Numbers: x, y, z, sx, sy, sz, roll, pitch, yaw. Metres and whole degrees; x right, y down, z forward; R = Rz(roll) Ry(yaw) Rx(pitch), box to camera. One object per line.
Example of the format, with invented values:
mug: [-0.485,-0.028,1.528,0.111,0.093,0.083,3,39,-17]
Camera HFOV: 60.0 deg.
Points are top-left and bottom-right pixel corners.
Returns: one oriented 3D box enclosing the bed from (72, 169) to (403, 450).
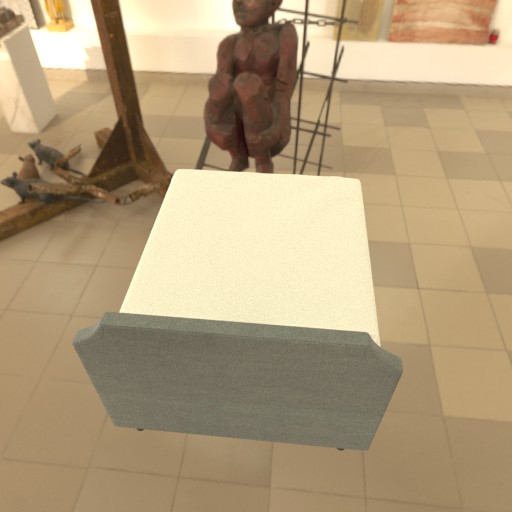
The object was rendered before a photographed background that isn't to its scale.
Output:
bed: [0.000,0.000,3.573,1.977,1.306,2.464,4,45,4]
